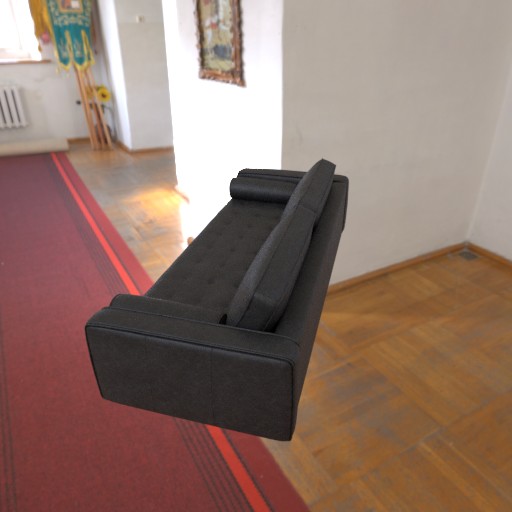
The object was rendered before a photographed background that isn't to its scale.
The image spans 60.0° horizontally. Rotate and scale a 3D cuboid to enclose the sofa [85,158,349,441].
[{"bbox_3d":[0.000,0.000,2.710,0.914,0.762,2.210,8,30,14],"label":"sofa"}]
